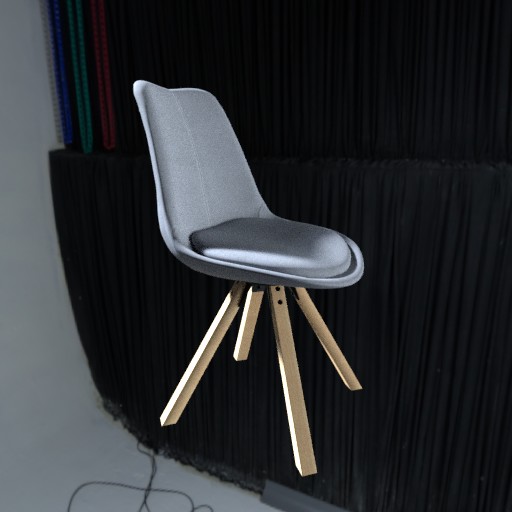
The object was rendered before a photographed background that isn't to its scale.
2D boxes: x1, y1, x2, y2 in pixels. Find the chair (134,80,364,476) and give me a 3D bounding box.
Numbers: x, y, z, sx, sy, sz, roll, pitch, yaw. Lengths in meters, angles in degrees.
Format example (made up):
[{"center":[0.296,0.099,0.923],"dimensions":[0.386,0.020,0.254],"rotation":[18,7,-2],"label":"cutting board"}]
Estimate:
[{"center":[0.000,0.000,1.160],"dimensions":[0.549,0.863,0.474],"rotation":[8,17,27],"label":"chair"}]
